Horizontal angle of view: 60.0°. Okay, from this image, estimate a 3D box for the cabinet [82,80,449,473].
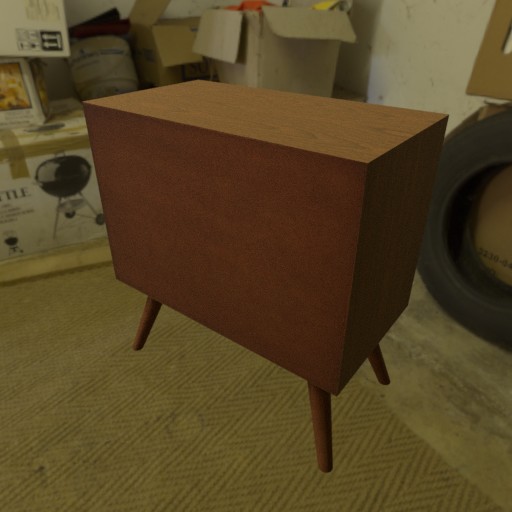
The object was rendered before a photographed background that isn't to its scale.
[{"bbox_3d":[0.000,0.000,1.152,0.712,0.748,0.388,21,37,32],"label":"cabinet"}]
